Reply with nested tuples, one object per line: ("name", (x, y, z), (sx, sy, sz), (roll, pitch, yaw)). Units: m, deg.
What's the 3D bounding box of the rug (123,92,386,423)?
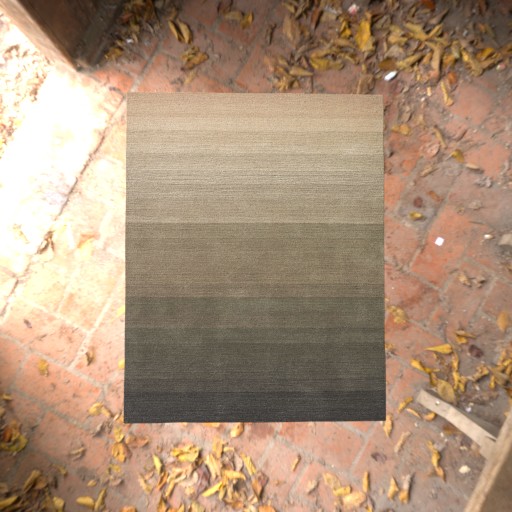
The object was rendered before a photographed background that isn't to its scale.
("rug", (0.000, 0.000, 3.944), (2.315, 0.015, 2.932), (0, 88, -2))
